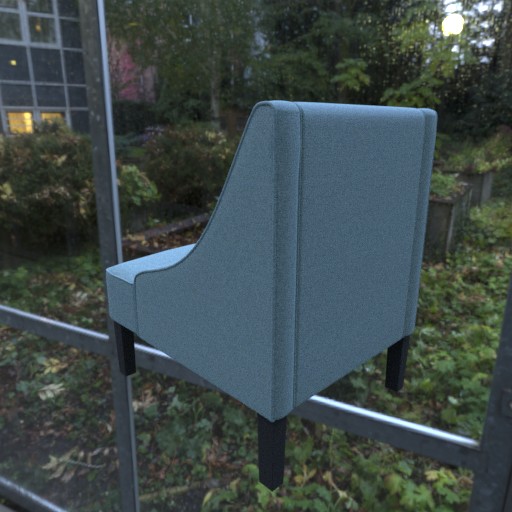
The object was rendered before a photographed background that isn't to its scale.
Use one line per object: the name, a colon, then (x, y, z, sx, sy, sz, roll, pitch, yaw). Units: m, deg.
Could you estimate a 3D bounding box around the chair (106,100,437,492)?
chair: (0.000, 0.000, 1.799, 0.857, 1.133, 1.025, -15, 22, -42)
